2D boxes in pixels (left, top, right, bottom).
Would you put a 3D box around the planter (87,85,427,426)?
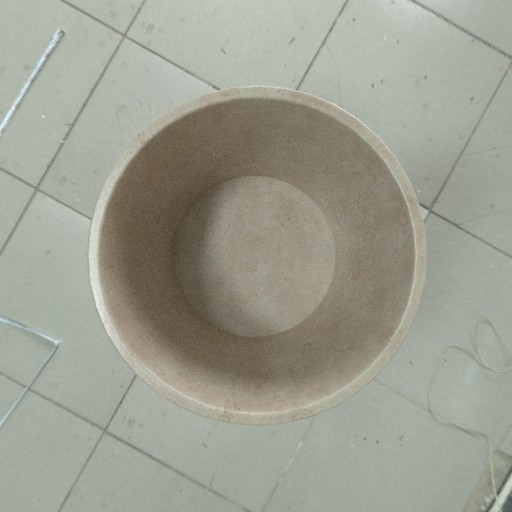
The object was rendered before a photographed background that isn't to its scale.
[{"bbox_3d":[0.000,0.000,0.276,0.164,0.127,0.164,0,90,-1],"label":"planter"}]
